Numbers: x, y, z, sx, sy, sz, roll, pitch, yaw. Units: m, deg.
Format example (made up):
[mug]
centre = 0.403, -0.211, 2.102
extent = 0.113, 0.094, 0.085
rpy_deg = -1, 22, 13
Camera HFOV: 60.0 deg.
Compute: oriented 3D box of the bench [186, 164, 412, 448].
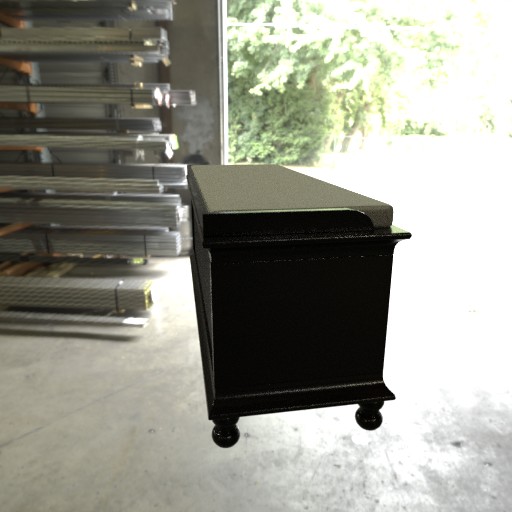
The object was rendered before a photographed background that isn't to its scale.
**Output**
[bench]
centre = 0.000, 0.000, 1.434
extent = 0.402, 0.501, 1.185
rpy_deg = -3, 16, -10
